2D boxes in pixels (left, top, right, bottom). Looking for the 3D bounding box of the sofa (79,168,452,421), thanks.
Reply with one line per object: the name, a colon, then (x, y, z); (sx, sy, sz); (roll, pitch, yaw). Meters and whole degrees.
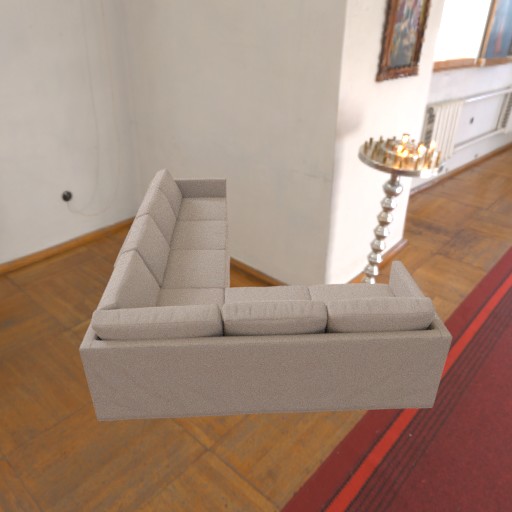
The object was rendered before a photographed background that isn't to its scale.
sofa: (0.000, 0.000, 4.334); (2.432, 0.871, 3.182); (-1, 29, -3)
